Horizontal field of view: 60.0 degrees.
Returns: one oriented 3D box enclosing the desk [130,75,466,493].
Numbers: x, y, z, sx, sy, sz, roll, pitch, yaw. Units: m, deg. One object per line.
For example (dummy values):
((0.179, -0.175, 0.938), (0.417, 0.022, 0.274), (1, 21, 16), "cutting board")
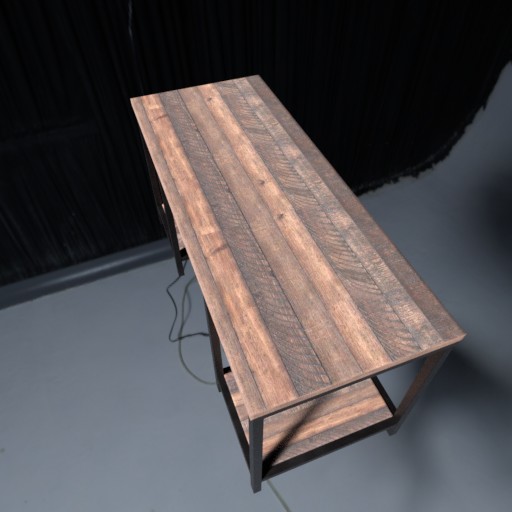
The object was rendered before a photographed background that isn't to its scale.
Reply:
((0.000, 0.000, 1.869), (0.617, 0.753, 1.538), (-16, 51, -14), "desk")
